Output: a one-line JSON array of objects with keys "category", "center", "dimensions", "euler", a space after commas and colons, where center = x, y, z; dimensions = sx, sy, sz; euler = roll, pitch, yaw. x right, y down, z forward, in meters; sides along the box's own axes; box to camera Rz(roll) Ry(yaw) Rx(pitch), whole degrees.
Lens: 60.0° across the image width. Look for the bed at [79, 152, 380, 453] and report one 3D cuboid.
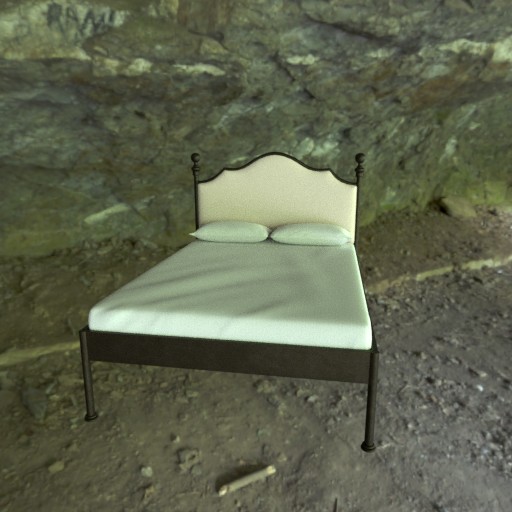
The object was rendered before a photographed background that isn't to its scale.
[{"category": "bed", "center": [0.000, 0.000, 3.279], "dimensions": [1.642, 1.499, 2.224], "euler": [2, 14, 9]}]
